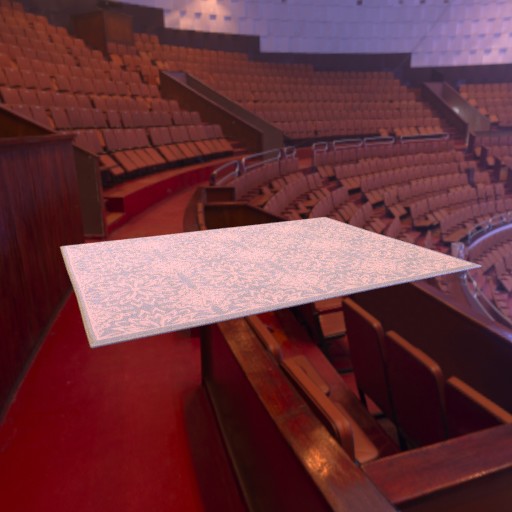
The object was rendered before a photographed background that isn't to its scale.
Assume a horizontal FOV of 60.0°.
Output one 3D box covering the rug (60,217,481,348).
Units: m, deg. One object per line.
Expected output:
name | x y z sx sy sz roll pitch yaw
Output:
rug | 0.000 0.000 2.831 2.205 0.014 1.589 -8 19 -26
